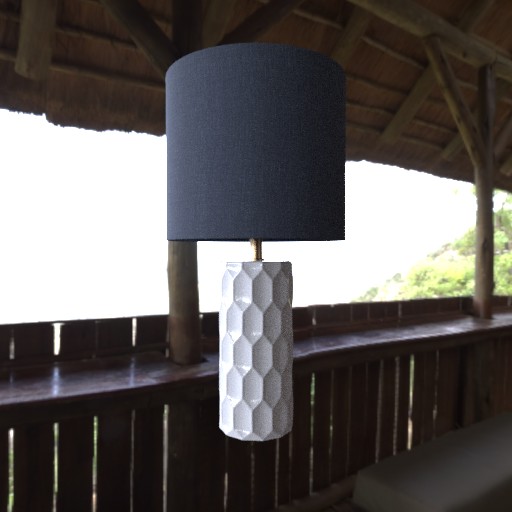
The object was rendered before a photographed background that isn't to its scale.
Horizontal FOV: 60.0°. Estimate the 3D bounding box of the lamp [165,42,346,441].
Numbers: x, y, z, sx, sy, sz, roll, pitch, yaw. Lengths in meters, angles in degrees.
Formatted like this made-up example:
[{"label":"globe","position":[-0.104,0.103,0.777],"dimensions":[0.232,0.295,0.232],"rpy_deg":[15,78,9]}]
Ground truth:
[{"label":"lamp","position":[0.000,0.000,0.695],"dimensions":[0.277,0.537,0.277],"rpy_deg":[1,1,35]}]
